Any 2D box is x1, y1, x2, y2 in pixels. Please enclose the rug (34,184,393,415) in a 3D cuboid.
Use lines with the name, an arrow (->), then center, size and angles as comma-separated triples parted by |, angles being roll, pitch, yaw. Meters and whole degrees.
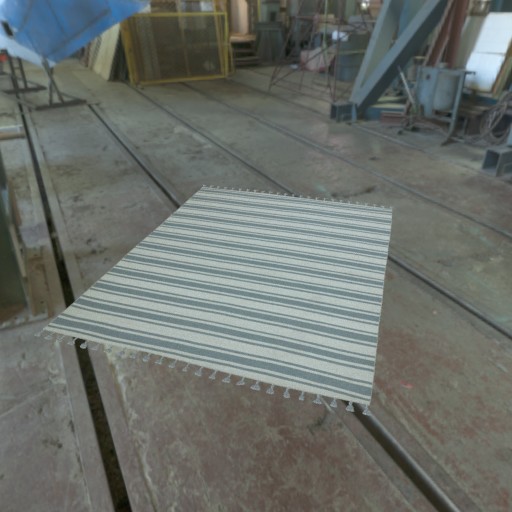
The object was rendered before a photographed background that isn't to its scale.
rug -> 0.000, 0.000, 4.261 | 2.439, 0.005, 3.201 | 9, 32, 15
